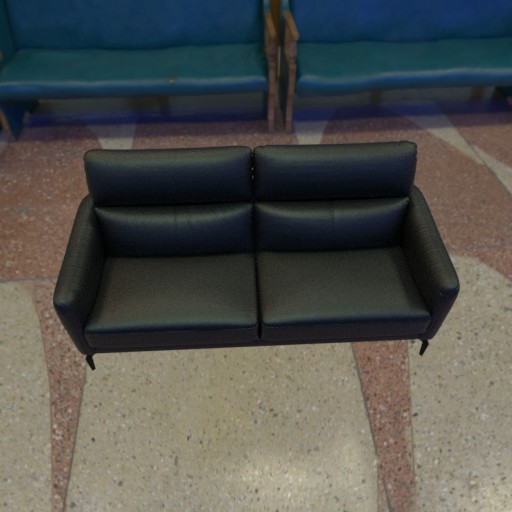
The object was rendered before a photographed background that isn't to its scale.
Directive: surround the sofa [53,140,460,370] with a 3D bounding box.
[{"bbox_3d":[0.000,0.000,2.510,2.069,0.957,0.856,-2,46,-2],"label":"sofa"}]
